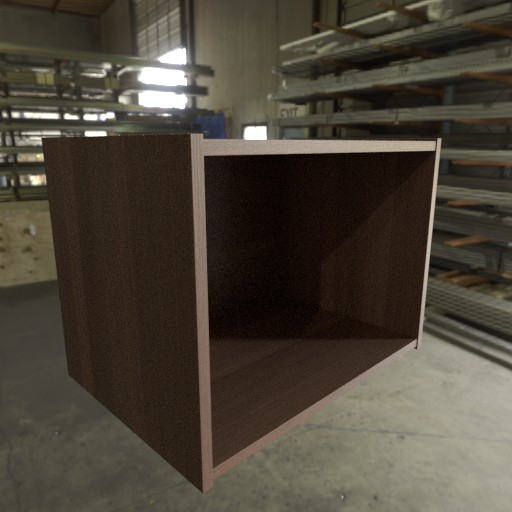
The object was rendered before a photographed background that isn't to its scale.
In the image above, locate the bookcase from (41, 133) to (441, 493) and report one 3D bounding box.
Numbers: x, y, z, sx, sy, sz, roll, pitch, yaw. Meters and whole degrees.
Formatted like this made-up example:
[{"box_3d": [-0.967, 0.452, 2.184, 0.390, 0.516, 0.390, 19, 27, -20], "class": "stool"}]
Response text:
[{"box_3d": [0.000, 0.000, 0.593, 0.415, 0.305, 0.290, -13, 19, -43], "class": "bookcase"}]
